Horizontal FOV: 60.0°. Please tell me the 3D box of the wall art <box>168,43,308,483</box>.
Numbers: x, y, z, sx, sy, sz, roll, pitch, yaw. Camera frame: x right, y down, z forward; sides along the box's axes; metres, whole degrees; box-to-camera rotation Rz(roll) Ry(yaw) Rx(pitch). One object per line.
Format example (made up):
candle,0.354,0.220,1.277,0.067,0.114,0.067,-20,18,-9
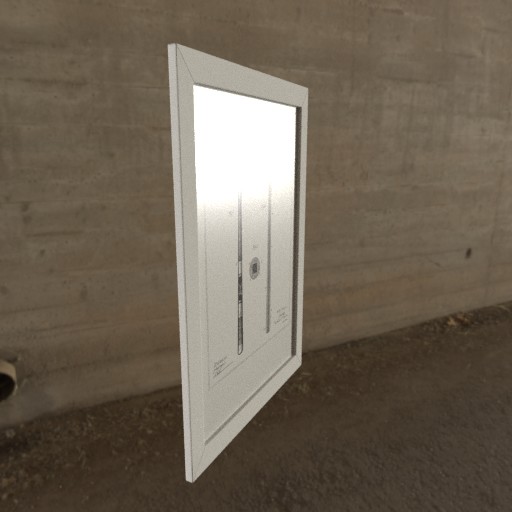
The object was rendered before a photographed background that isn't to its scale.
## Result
wall art,0.000,0.000,0.679,0.012,0.529,0.374,7,15,27
